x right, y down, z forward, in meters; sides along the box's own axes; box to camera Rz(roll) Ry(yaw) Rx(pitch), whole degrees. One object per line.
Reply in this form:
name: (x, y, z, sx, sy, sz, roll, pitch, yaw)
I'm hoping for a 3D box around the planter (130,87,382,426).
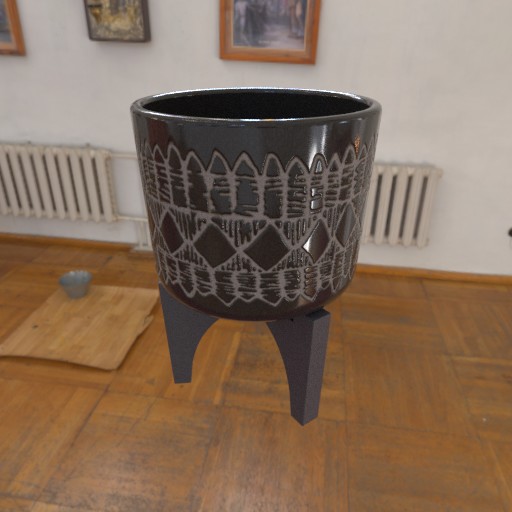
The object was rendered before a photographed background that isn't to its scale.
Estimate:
planter: (0.000, 0.000, 0.530, 0.251, 0.355, 0.251, -18, 32, -32)
